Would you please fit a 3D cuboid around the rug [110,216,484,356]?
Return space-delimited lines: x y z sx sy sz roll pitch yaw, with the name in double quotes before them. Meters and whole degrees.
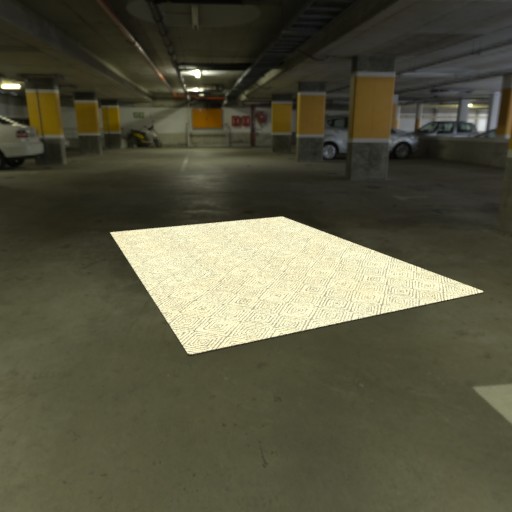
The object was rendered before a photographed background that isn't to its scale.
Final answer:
"rug" 0.000 0.000 2.966 1.593 0.008 2.238 -7 18 -24
